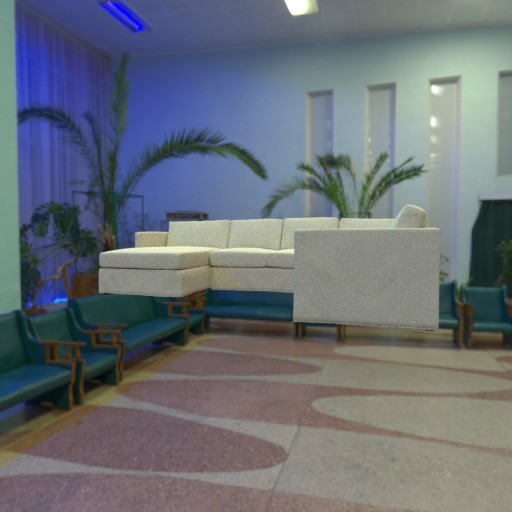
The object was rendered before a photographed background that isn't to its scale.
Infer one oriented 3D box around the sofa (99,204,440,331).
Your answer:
[{"bbox_3d":[0.000,0.000,4.659,3.464,0.882,2.448,1,3,19],"label":"sofa"}]
